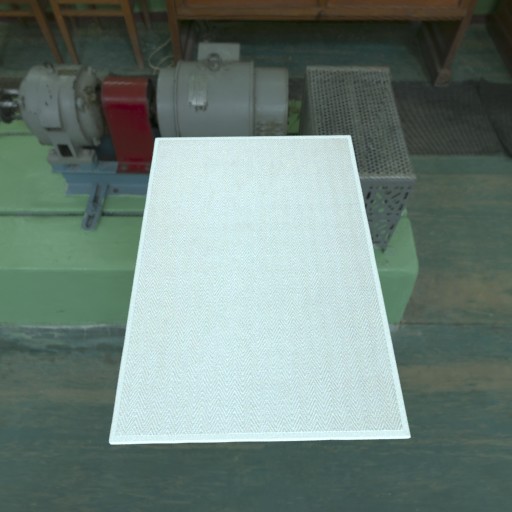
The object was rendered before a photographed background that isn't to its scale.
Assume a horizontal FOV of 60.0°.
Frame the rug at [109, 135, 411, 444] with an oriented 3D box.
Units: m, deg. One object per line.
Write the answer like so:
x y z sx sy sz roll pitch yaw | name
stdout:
0.000 0.000 2.858 1.532 0.017 2.244 -1 57 -1 | rug
